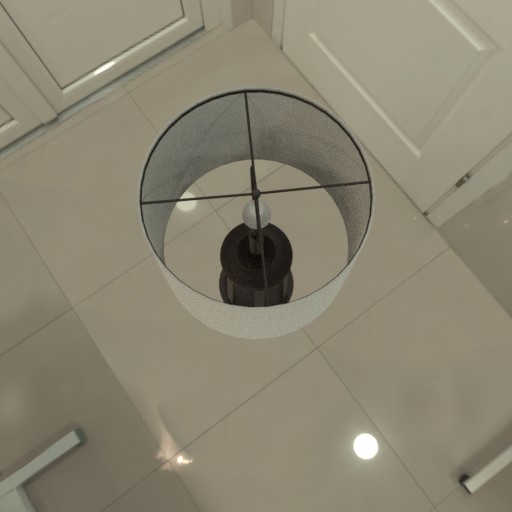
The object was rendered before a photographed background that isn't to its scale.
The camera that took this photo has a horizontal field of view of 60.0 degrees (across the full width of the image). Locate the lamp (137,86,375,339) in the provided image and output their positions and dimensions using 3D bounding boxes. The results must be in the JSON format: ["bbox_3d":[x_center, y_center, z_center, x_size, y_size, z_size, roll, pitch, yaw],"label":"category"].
[{"bbox_3d":[0.000,0.000,0.657,0.251,0.509,0.251,0,76,0],"label":"lamp"}]
